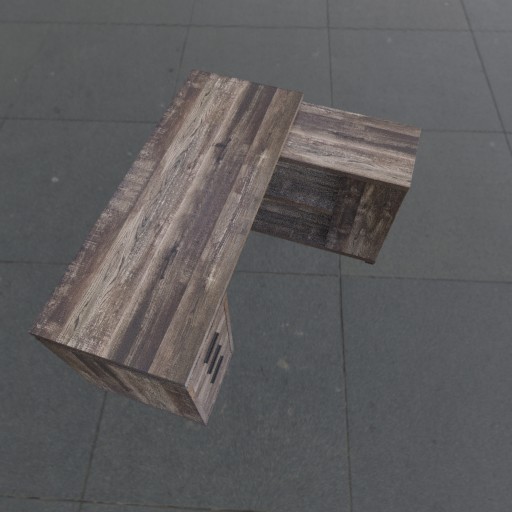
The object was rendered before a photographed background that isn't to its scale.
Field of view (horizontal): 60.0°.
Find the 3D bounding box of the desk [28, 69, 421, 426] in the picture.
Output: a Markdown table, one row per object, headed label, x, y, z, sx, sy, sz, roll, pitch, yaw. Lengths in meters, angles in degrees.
| label | x | y | z | sx | sy | sz | roll | pitch | yaw |
| --- | --- | --- | --- | --- | --- | --- | --- | --- | --- |
| desk | 0.000 | 0.000 | 2.166 | 1.200 | 0.753 | 1.524 | 16 | 60 | 9 |
